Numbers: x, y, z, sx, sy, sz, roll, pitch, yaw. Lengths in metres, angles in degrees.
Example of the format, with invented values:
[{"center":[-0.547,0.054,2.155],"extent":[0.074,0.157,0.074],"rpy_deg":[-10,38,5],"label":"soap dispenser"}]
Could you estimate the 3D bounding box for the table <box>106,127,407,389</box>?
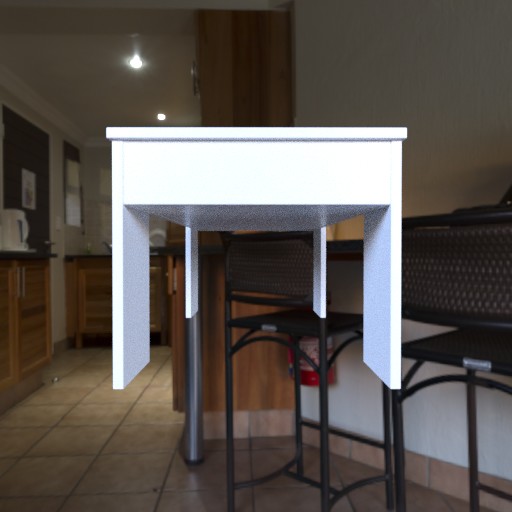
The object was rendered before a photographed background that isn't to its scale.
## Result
[{"center":[0.000,0.000,1.238],"extent":[0.500,0.440,1.000],"rpy_deg":[0,1,0],"label":"table"}]
